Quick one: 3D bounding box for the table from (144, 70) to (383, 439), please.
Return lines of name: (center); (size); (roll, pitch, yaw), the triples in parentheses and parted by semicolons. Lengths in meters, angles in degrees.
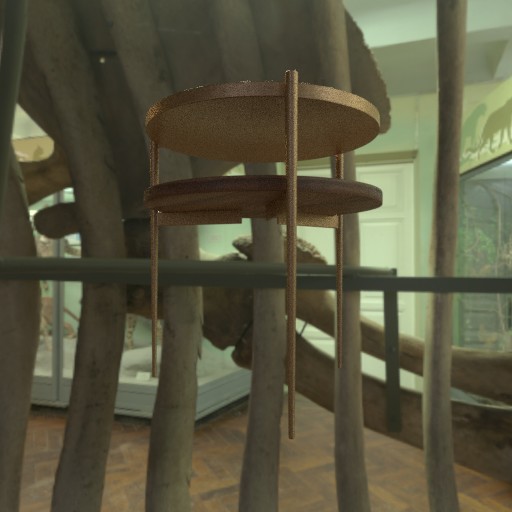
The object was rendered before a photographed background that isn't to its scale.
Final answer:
table: (0.000, 0.000, 0.830); (0.456, 0.493, 0.430); (0, 0, 20)
